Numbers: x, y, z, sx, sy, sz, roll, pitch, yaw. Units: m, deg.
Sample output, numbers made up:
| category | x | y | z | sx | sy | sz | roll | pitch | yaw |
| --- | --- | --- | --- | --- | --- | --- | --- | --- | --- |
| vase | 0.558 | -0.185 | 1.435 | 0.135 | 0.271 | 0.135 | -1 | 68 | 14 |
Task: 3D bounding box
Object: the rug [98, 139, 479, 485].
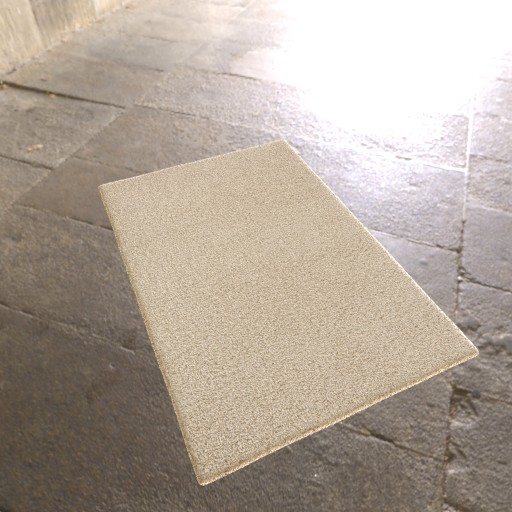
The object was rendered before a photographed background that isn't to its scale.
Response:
| category | x | y | z | sx | sy | sz | roll | pitch | yaw |
| --- | --- | --- | --- | --- | --- | --- | --- | --- | --- |
| rug | 0.000 | 0.000 | 2.206 | 1.219 | 0.030 | 1.778 | -18 | 49 | -17 |
